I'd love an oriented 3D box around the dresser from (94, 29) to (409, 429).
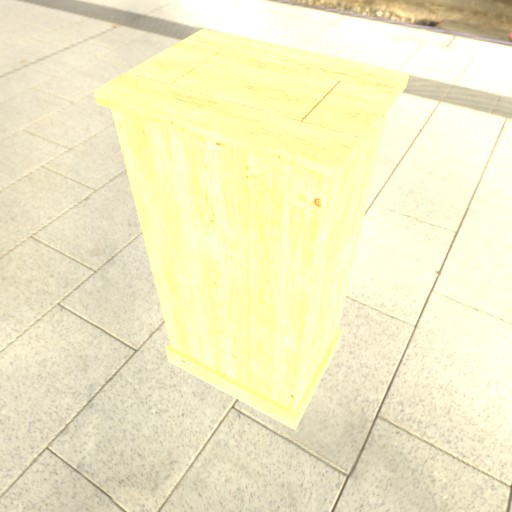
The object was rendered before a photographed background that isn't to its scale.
[{"bbox_3d":[0.000,0.000,1.294,0.531,1.041,0.390,22,50,20],"label":"dresser"}]
